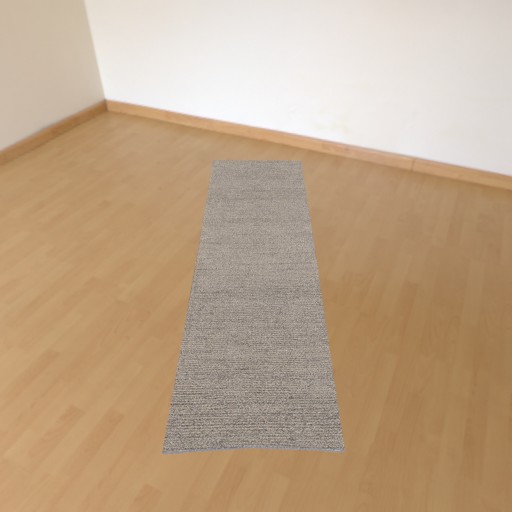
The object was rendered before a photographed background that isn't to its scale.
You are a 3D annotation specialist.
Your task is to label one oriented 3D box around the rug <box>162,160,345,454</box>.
[{"bbox_3d":[0.000,0.000,2.555,0.692,0.032,2.320,0,40,0],"label":"rug"}]
